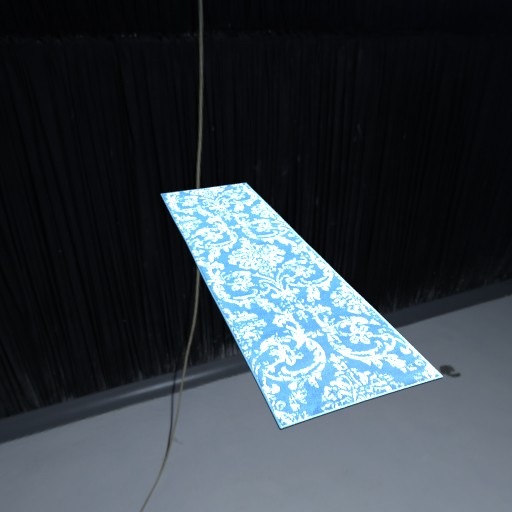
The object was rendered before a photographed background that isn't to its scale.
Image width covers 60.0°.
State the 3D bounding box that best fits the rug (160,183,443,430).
[{"bbox_3d":[0.000,0.000,2.436,0.662,0.011,2.196,-11,31,-18],"label":"rug"}]
